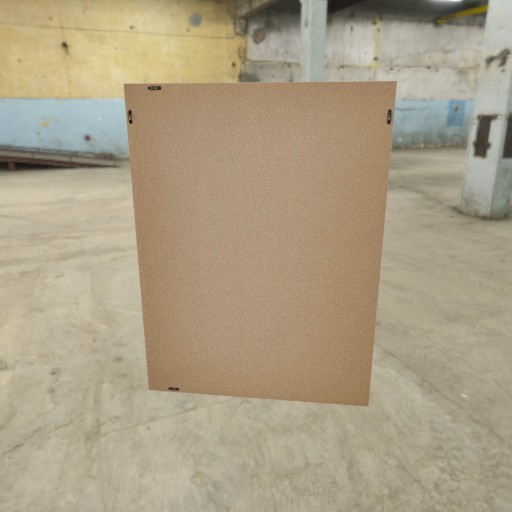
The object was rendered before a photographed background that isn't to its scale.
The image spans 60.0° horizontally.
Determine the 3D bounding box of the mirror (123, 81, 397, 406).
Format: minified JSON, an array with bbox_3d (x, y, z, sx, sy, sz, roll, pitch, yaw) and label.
[{"bbox_3d":[0.000,0.000,1.391,0.762,1.016,0.041,2,17,7],"label":"mirror"}]
